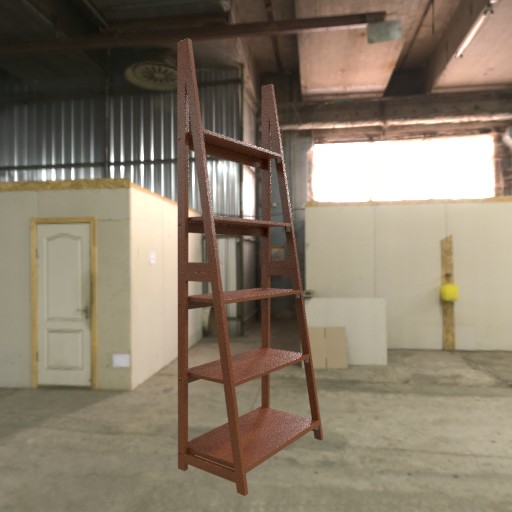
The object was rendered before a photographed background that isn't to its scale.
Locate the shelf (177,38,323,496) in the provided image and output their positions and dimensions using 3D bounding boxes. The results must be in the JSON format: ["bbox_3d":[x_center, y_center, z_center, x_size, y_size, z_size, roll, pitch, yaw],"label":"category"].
[{"bbox_3d":[0.000,0.000,1.998,0.356,1.780,0.630,0,1,36],"label":"shelf"}]
